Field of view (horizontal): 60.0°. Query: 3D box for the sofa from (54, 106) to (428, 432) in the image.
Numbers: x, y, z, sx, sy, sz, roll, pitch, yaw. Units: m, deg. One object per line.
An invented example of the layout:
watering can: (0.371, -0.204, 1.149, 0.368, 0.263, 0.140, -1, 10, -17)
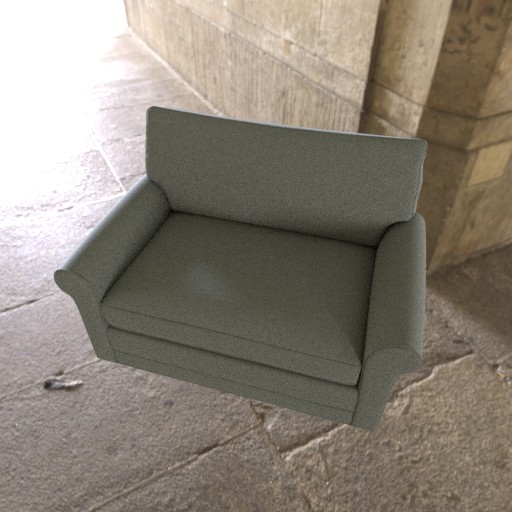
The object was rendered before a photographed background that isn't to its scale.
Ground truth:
sofa: (0.000, 0.000, 1.969, 1.410, 0.953, 0.940, 11, 43, 12)
